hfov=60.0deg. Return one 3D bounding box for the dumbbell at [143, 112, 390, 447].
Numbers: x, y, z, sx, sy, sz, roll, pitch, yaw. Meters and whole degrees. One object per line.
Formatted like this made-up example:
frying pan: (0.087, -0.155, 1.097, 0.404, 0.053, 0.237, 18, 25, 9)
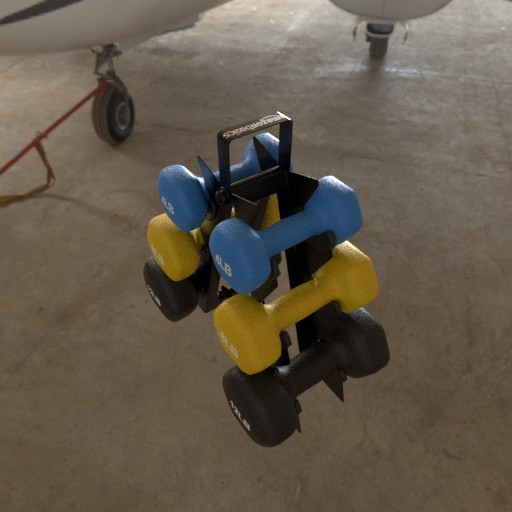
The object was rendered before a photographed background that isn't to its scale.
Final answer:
dumbbell: (0.000, 0.000, 0.670, 0.255, 0.426, 0.409, -26, 49, -25)
